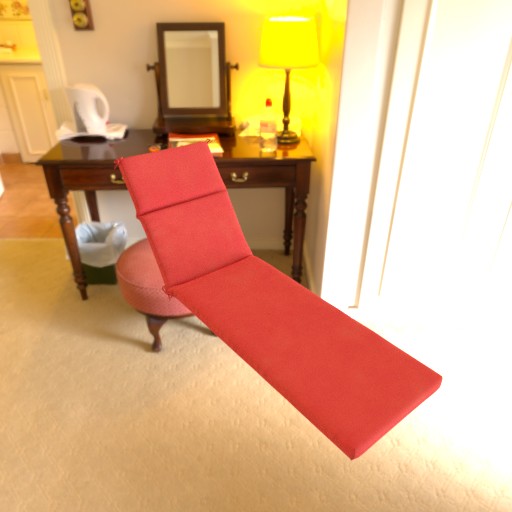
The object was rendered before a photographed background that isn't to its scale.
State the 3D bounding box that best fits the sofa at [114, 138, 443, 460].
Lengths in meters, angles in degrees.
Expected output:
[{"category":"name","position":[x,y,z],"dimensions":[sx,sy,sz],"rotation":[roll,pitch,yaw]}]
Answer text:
[{"category":"sofa","position":[0.000,0.000,1.974],"dimensions":[0.582,0.622,1.663],"rotation":[-22,37,-32]}]
